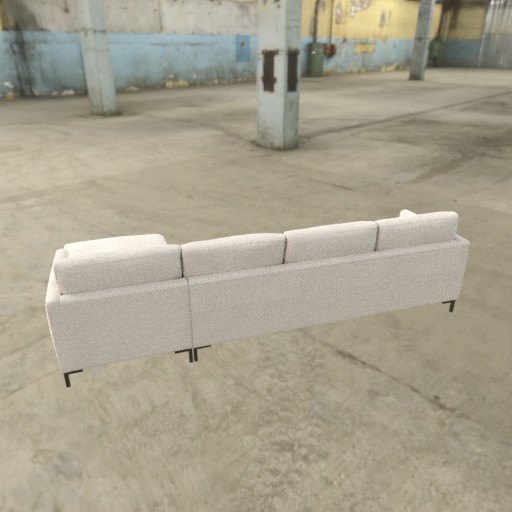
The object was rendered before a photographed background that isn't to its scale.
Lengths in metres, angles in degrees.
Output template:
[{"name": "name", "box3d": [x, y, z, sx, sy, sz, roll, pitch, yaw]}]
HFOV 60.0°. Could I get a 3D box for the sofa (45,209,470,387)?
[{"name": "sofa", "box3d": [0.000, 0.000, 2.917, 2.445, 0.677, 1.126, -8, 26, -16]}]
